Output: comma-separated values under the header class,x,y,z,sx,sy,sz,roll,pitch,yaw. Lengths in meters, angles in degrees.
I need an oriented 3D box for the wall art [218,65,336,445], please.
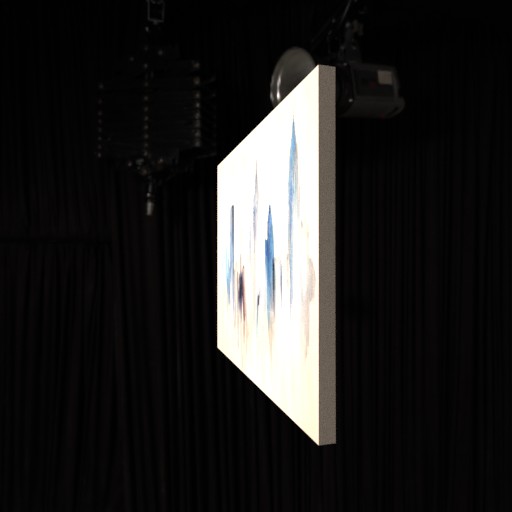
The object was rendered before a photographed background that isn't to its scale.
class,x,y,z,sx,sy,sz,roll,pitch,yaw
wall art,0.000,0.000,1.380,0.038,0.762,1.016,0,0,-16
